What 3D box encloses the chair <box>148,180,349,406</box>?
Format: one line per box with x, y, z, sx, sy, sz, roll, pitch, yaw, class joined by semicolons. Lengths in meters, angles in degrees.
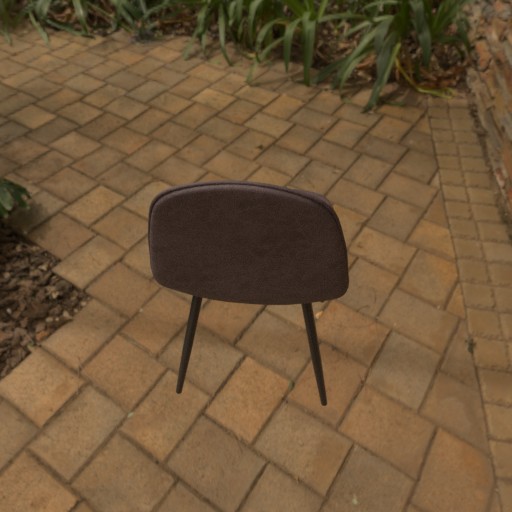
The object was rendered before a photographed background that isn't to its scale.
0.000;0.000;1.184;0.472;0.889;0.561;4;46;3;chair
